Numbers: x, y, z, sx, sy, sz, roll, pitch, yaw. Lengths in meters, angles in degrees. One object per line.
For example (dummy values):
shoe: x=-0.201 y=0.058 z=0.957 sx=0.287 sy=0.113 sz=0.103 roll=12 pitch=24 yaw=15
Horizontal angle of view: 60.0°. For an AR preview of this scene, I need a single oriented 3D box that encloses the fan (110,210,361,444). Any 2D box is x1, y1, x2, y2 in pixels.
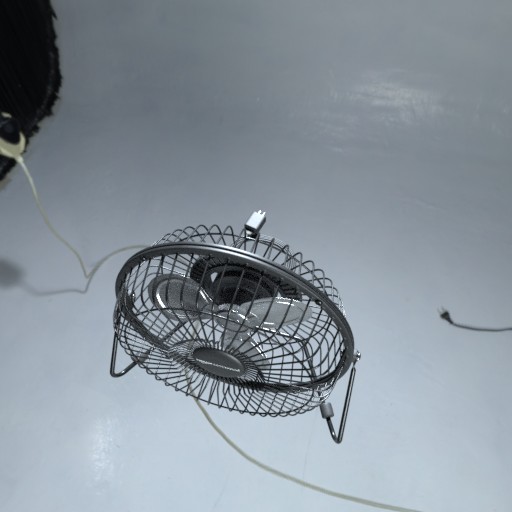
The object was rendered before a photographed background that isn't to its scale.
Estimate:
fan: x=0.000 y=0.000 z=0.374 sx=0.209 sy=0.188 sz=0.227 roll=14 pitch=59 yaw=8
